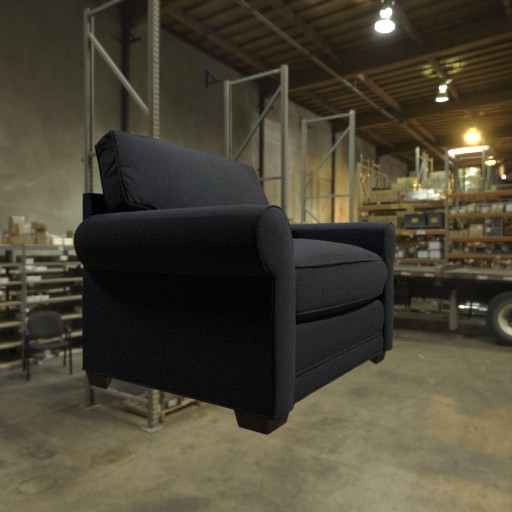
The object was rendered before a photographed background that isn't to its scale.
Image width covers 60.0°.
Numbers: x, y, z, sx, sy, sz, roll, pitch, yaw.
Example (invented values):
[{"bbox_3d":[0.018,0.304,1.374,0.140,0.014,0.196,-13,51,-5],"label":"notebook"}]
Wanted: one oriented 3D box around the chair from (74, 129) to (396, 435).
[{"bbox_3d":[0.000,0.000,1.987,0.963,1.044,1.285,1,1,34],"label":"chair"}]
